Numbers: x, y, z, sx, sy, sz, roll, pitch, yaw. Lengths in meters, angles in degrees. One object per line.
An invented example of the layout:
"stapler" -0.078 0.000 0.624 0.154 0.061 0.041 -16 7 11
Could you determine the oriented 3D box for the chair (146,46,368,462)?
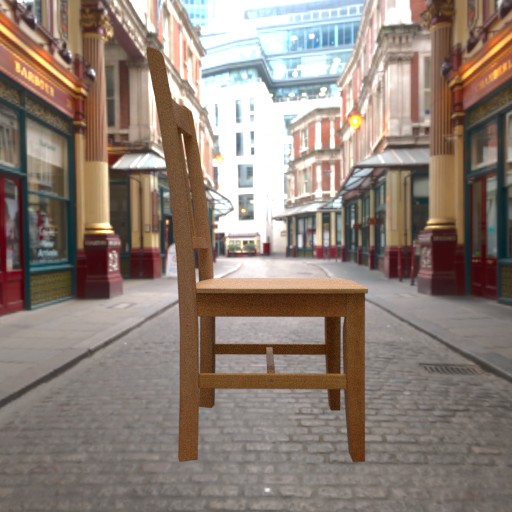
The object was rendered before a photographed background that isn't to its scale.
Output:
"chair" 0.000 0.000 1.273 0.556 0.998 0.450 0 1 1
